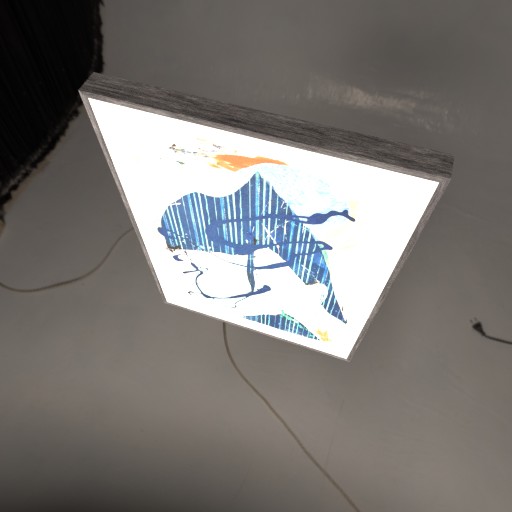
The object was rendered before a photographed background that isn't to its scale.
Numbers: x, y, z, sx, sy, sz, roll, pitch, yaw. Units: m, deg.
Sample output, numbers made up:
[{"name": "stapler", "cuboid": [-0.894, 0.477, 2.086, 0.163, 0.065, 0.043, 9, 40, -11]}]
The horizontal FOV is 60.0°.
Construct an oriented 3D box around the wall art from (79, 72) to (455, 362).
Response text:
[{"name": "wall art", "cuboid": [0.000, 0.000, 1.308, 0.762, 1.016, 0.063, 16, 60, 10]}]
